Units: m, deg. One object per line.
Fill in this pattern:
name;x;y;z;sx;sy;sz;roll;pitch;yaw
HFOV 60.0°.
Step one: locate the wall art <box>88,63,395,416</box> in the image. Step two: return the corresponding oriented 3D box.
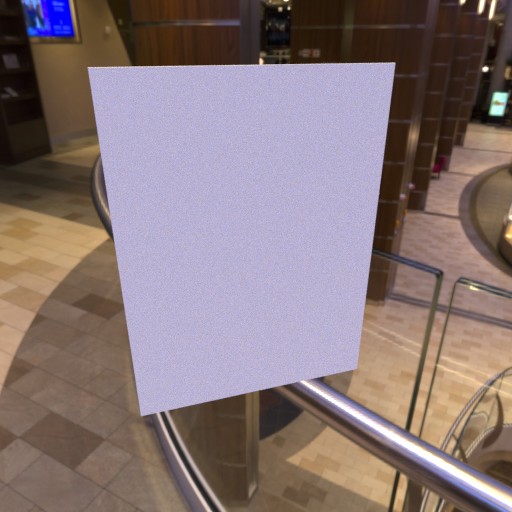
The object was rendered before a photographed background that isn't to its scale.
wall art;0.000;0.000;0.770;0.457;0.610;0.003;-8;27;-15
